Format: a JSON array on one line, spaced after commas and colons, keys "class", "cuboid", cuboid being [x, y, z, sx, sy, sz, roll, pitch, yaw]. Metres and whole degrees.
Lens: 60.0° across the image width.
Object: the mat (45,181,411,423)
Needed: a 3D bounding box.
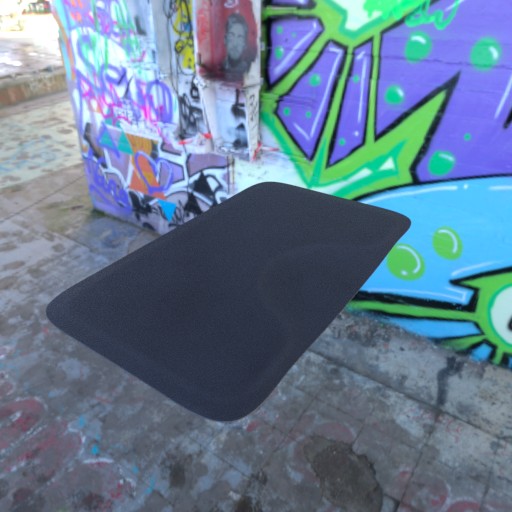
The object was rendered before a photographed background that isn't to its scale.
[{"class": "mat", "cuboid": [0.000, 0.000, 1.886, 0.918, 0.013, 1.524, 20, 37, 29]}]
